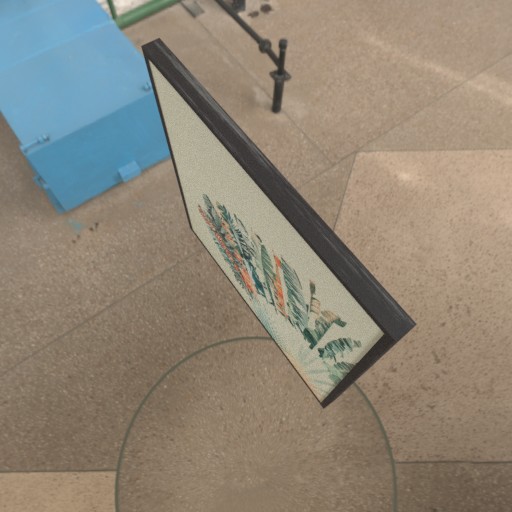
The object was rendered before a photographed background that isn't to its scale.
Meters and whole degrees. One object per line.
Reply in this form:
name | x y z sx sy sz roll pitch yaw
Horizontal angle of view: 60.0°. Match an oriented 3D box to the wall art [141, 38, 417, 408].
wall art | 0.000 0.000 1.127 0.043 0.758 0.762 -32 68 -15
